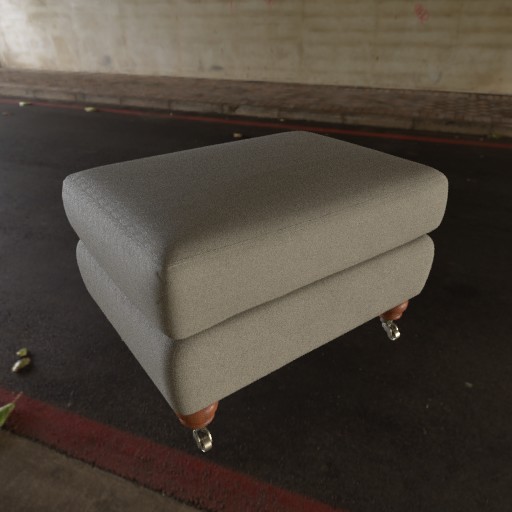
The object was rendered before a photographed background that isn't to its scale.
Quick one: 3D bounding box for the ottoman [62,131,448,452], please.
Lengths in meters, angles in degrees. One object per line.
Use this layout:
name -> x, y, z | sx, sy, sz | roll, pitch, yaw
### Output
ottoman -> 0.000, 0.000, 1.140 | 0.773, 0.504, 0.569 | -19, 34, -31
